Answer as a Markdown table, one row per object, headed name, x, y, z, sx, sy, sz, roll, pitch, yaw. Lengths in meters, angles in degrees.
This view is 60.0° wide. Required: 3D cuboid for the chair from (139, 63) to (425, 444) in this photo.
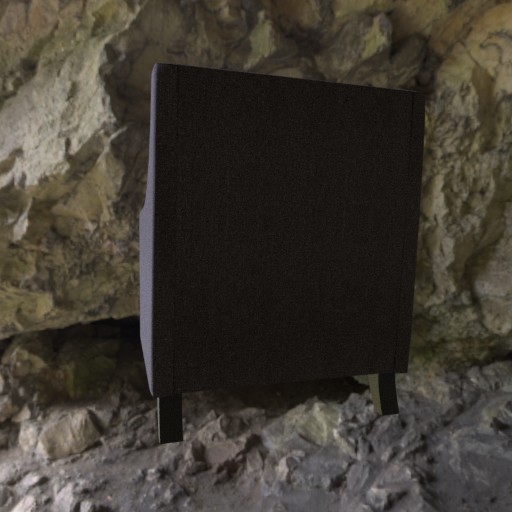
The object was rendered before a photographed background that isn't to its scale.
| name | x | y | z | sx | sy | sz | roll | pitch | yaw |
| --- | --- | --- | --- | --- | --- | --- | --- | --- | --- |
| chair | 0.000 | 0.000 | 1.576 | 0.776 | 0.967 | 0.884 | -1 | 2 | -17 |
